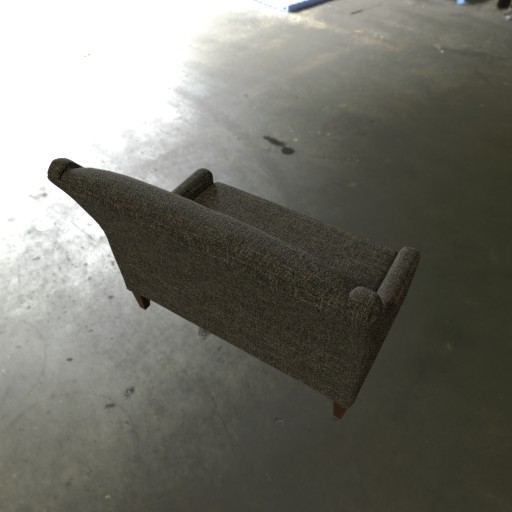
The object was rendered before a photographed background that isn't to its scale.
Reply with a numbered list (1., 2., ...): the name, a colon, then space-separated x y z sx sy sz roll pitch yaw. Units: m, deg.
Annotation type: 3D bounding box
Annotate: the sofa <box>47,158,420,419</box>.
1. sofa: 0.000 0.000 1.930 1.242 1.021 0.870 24 51 21
